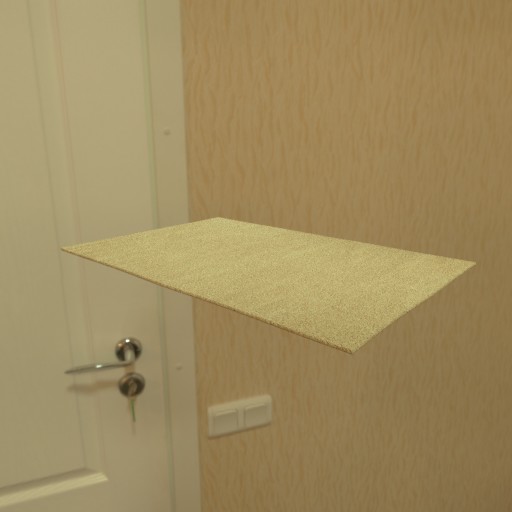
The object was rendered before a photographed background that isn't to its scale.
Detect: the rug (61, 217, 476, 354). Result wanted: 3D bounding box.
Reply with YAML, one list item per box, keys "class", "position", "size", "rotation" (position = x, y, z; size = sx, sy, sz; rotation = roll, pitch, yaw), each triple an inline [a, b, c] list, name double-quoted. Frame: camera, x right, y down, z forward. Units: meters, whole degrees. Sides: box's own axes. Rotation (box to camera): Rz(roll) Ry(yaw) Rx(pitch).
- class: "rug"
  position: [0.000, 0.000, 3.440]
  size: [2.699, 0.025, 1.800]
  rotation: [13, 20, 39]
